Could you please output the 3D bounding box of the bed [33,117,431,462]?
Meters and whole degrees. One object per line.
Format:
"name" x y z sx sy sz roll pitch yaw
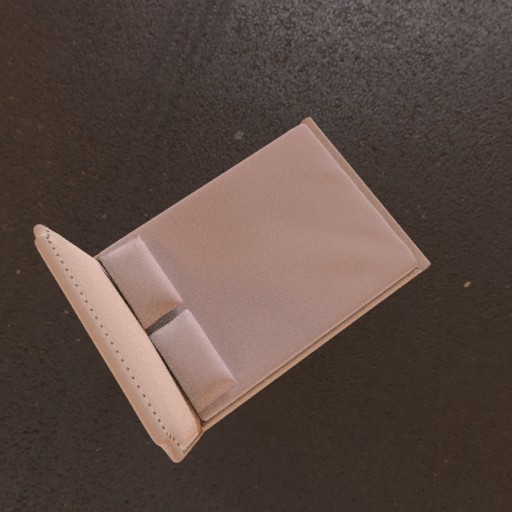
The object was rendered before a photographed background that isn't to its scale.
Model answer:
"bed" 0.000 0.000 3.403 2.372 1.443 1.712 -34 78 -8
